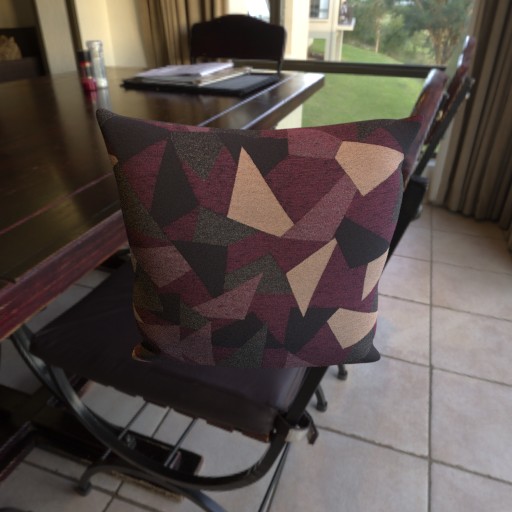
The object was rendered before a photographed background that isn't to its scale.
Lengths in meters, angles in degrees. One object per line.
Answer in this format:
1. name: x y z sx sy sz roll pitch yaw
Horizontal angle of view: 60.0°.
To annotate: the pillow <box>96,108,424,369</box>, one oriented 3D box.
1. pillow: 0.000 0.000 0.773 0.503 0.496 0.208 0 31 0
